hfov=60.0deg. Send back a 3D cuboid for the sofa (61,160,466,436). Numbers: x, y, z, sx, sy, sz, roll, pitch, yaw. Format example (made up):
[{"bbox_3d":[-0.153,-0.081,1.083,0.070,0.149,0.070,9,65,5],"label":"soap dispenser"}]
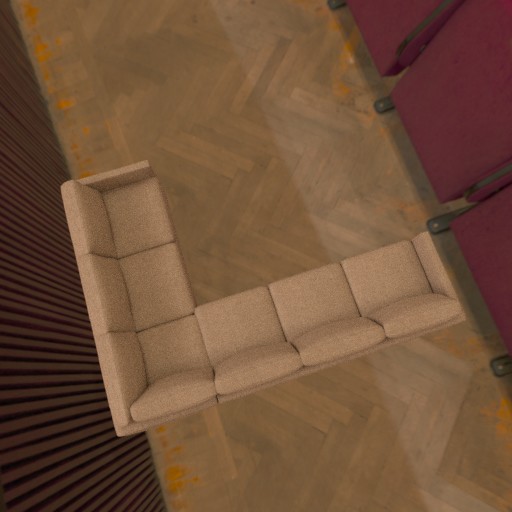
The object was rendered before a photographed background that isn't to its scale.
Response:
[{"bbox_3d":[0.000,0.000,4.470,3.333,0.934,2.522,-17,76,-5],"label":"sofa"}]
